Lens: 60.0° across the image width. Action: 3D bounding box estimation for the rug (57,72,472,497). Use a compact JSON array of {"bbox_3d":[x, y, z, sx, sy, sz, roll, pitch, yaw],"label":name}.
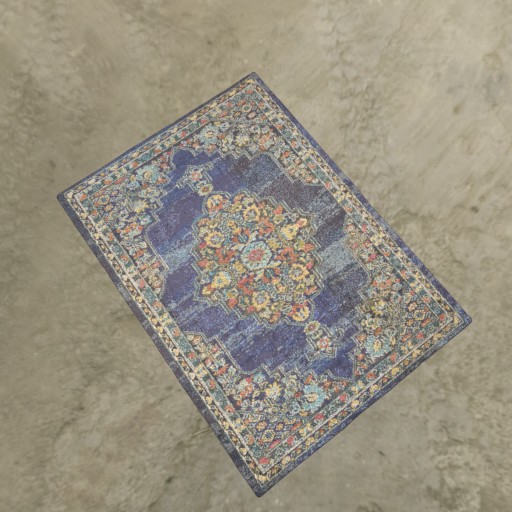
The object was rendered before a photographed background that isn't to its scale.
[{"bbox_3d":[0.000,0.000,2.795,1.630,0.009,2.232,-36,77,-10],"label":"rug"}]
